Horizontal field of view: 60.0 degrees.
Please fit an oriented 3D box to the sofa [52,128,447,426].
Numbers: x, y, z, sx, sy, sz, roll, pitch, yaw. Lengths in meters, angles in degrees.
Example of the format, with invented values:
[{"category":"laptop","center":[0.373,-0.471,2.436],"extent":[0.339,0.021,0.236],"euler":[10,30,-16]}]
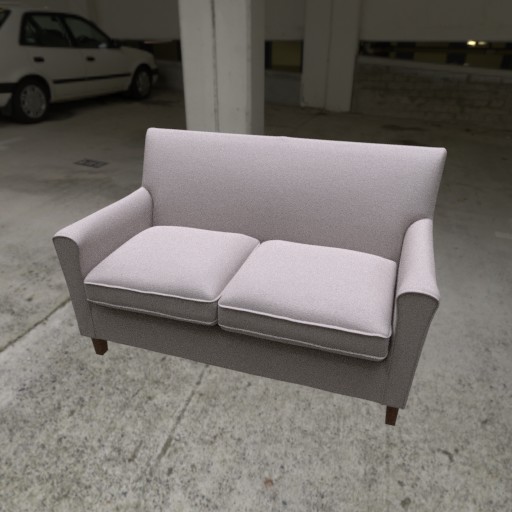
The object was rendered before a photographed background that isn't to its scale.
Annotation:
[{"category":"sofa","center":[0.000,0.000,1.987],"extent":[1.482,0.890,0.888],"euler":[9,28,16]}]
